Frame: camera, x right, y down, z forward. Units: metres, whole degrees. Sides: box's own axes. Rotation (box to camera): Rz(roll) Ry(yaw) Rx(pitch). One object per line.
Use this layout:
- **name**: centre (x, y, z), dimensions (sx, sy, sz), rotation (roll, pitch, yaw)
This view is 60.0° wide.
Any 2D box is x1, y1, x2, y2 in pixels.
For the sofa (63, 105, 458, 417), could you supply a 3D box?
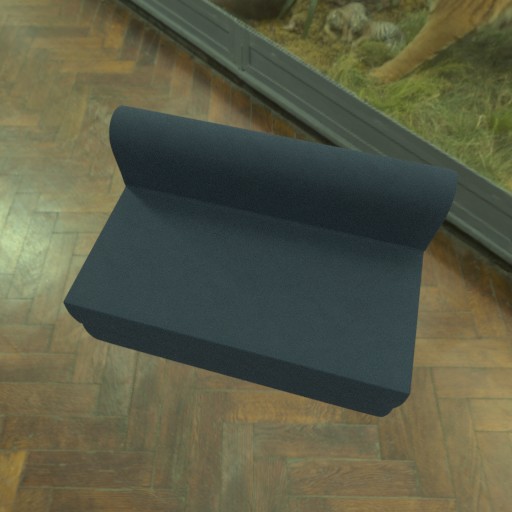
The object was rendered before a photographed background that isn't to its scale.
- **sofa**: centre (0.000, 0.000, 1.662), dimensions (1.219, 0.660, 0.762), rotation (13, 60, 8)
